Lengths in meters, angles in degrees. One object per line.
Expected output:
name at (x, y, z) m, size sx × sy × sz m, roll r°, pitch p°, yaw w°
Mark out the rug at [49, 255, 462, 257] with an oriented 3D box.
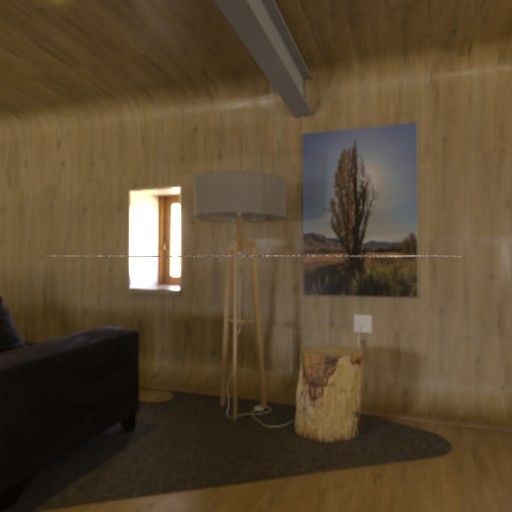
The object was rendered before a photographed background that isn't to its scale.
rug at (0.000, 0.000, 5.362) m, size 4.093 × 0.020 × 2.997 m, roll 0°, pitch 0°, yaw 36°
